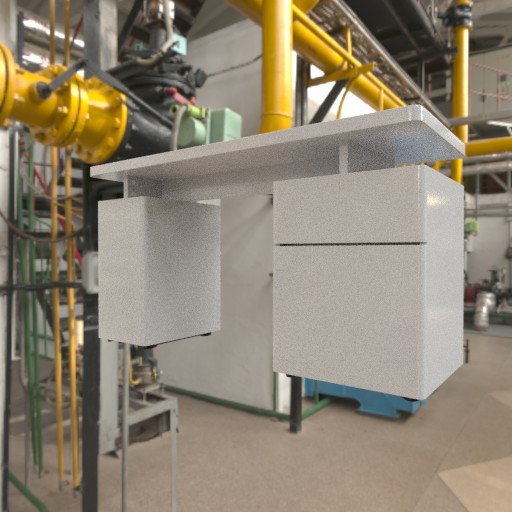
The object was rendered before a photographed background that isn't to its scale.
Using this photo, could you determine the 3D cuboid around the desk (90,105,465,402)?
[{"bbox_3d":[0.000,0.000,1.725,1.400,0.762,0.550,0,1,36],"label":"desk"}]
